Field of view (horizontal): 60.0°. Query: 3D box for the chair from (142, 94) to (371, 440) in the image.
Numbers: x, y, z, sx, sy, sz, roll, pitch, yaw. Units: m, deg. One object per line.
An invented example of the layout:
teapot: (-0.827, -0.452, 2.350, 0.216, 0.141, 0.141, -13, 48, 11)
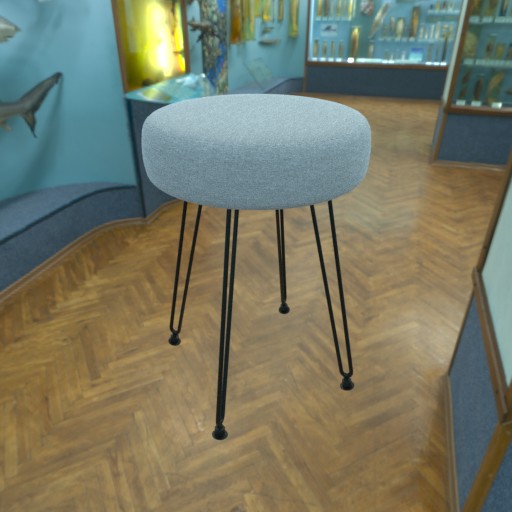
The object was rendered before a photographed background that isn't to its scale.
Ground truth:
chair: (0.000, 0.000, 0.684, 0.350, 0.440, 0.350, 10, 32, 17)
